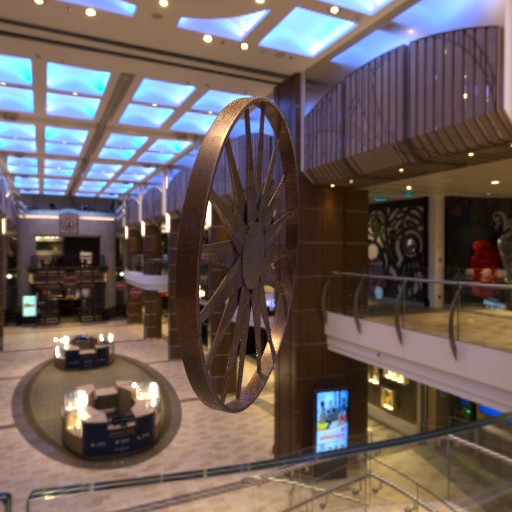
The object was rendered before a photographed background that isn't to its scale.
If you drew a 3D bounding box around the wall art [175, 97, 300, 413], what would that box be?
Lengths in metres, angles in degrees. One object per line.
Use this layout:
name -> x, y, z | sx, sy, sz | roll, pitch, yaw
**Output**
wall art -> 0.000, 0.000, 0.863 | 0.084, 0.583, 0.582 | 0, 1, 18
